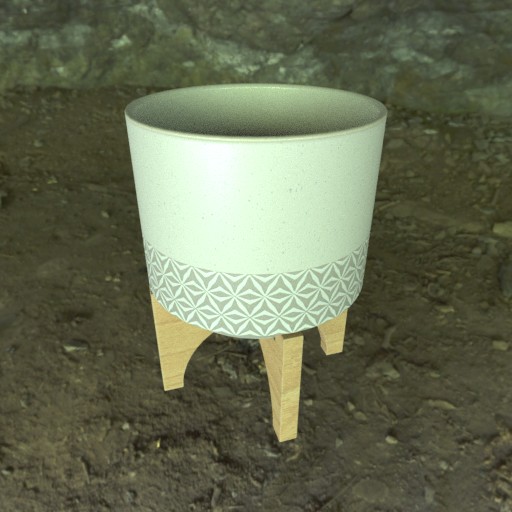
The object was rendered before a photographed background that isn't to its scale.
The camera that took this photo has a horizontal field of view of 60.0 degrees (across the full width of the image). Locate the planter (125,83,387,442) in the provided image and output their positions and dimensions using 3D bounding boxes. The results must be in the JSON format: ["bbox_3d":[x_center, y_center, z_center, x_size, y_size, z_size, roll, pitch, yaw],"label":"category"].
[{"bbox_3d":[0.000,0.000,0.392,0.188,0.260,0.188,0,30,0],"label":"planter"}]
